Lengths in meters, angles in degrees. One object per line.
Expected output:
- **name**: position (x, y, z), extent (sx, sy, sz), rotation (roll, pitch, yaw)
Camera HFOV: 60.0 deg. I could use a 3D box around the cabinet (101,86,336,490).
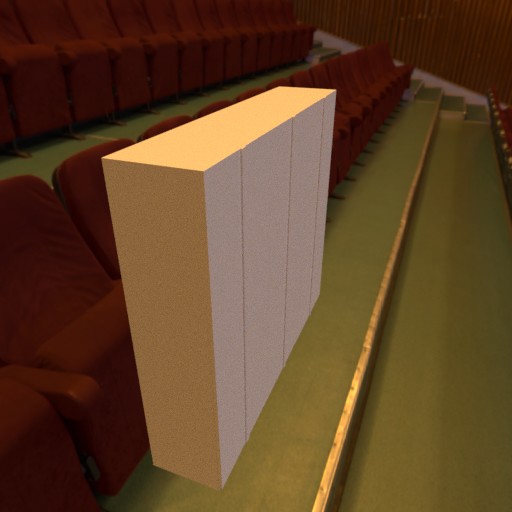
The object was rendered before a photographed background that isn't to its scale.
- **cabinet**: position (0.000, 0.000, 3.798), extent (0.590, 2.370, 2.700), rotation (11, 30, 19)
